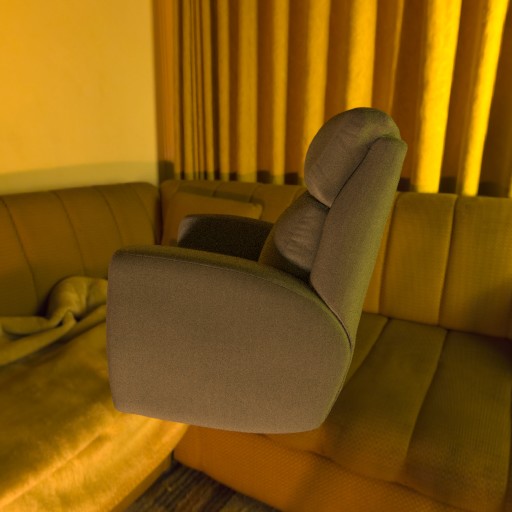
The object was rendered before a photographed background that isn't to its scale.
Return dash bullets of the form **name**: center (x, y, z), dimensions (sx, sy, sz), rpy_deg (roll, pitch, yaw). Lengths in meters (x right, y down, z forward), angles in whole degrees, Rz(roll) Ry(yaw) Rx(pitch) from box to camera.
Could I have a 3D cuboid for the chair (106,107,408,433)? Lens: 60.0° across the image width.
- **chair**: center (0.000, 0.000, 1.637), dimensions (0.940, 1.016, 0.794), rpy_deg (2, 15, 9)
